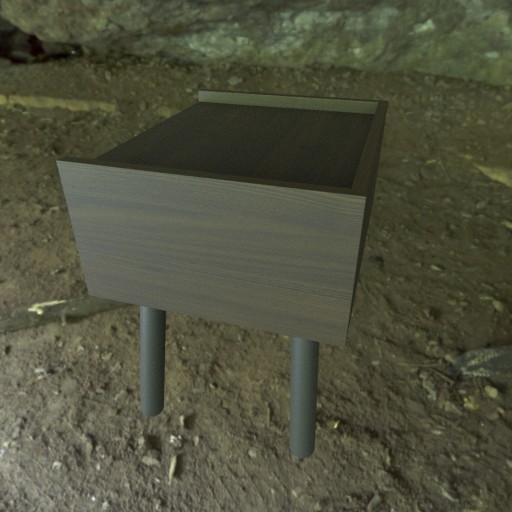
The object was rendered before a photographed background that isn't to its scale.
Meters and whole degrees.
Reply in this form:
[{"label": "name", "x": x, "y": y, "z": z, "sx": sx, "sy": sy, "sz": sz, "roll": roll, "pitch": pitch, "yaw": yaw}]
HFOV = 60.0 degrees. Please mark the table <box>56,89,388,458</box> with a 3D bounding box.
[{"label": "table", "x": 0.000, "y": 0.000, "z": 0.798, "sx": 0.370, "sy": 0.470, "sz": 0.450, "roll": 9, "pitch": 33, "yaw": 14}]
